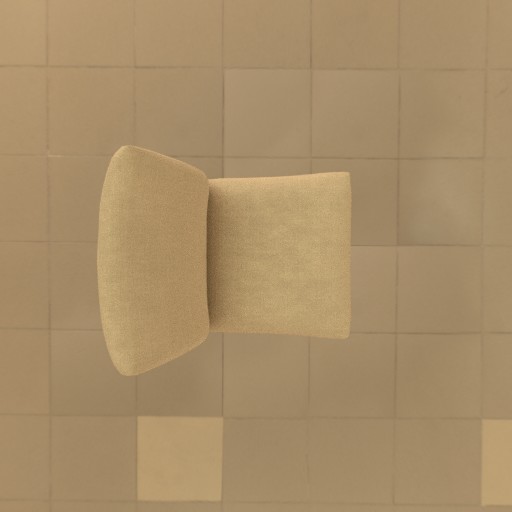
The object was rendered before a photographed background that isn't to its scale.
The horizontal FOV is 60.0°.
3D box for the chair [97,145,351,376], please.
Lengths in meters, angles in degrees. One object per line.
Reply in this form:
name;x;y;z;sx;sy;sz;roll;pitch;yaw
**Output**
chair;0.000;0.000;1.274;0.585;0.940;0.496;0;91;0
